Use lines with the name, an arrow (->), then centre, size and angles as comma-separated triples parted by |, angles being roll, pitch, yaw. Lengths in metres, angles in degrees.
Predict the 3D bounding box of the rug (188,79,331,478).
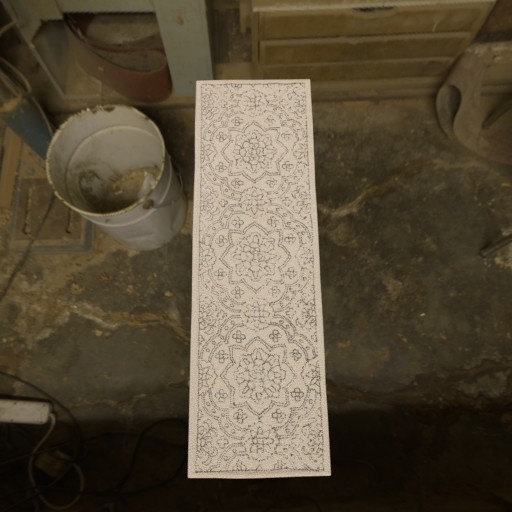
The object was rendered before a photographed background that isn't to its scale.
rug -> 0.000, 0.000, 2.674 | 0.769, 0.012, 2.448 | -1, 75, 0
